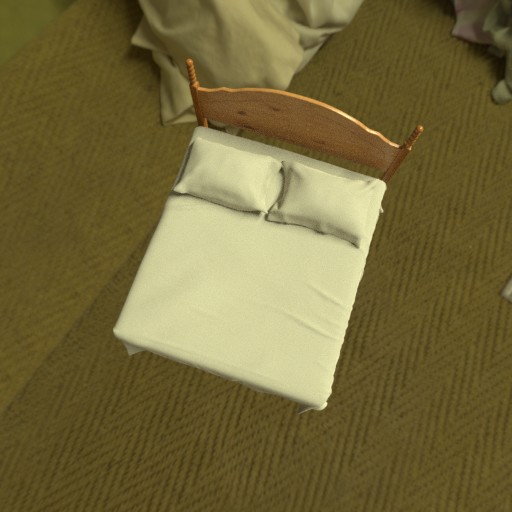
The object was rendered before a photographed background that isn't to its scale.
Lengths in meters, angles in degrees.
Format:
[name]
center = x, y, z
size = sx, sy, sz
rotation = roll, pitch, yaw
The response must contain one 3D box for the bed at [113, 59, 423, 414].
[bed]
center = 0.000, 0.000, 3.349
size = 1.873, 1.356, 2.040
rotation = 18, 76, 4
